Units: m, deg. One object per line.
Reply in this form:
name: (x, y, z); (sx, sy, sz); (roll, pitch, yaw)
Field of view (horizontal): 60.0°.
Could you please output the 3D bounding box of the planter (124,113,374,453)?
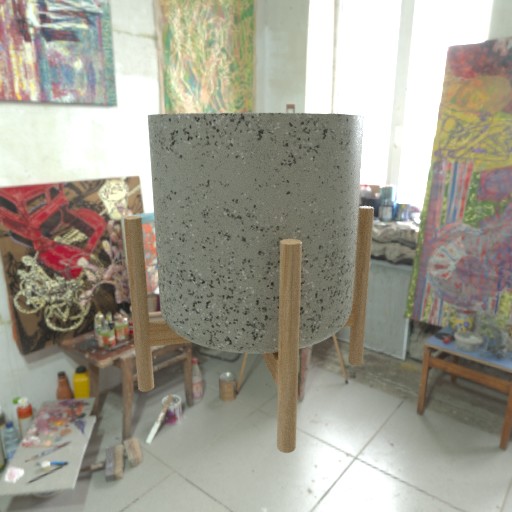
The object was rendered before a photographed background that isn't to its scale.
planter: (0.000, 0.000, 0.694); (0.360, 0.419, 0.360); (3, 17, 9)
